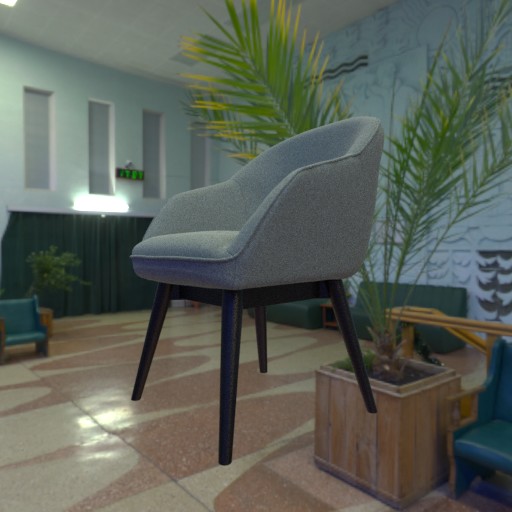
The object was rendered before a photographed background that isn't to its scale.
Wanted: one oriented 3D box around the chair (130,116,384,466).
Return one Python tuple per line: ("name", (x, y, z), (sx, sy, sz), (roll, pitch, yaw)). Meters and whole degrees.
("chair", (0.000, 0.000, 1.209), (0.611, 0.810, 0.589), (-1, 1, -37))
